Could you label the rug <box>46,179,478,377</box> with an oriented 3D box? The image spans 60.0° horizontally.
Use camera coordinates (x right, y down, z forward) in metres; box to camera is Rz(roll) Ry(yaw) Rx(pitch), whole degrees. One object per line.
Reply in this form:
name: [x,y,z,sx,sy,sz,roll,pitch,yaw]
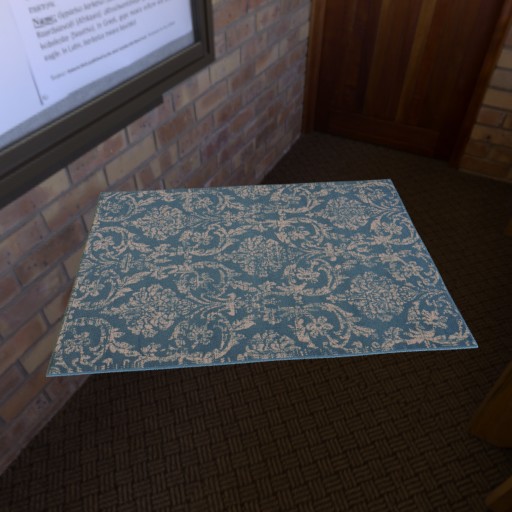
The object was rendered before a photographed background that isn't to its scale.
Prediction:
rug: [0.000,0.000,2.808,2.205,0.012,1.554,-3,44,-3]
